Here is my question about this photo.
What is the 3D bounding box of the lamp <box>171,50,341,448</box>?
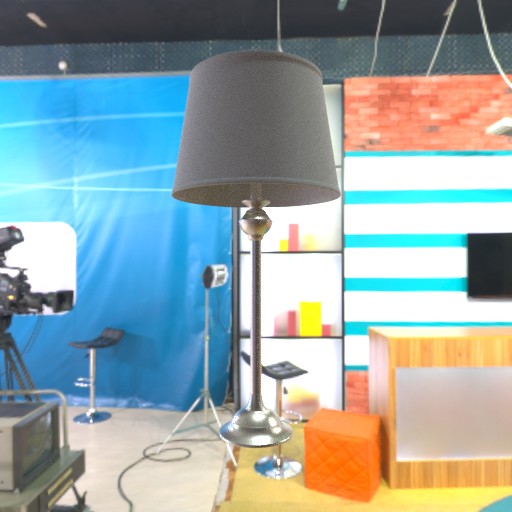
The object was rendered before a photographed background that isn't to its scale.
[{"bbox_3d":[0.000,0.000,0.879,0.331,0.698,0.331,0,-1,0],"label":"lamp"}]
